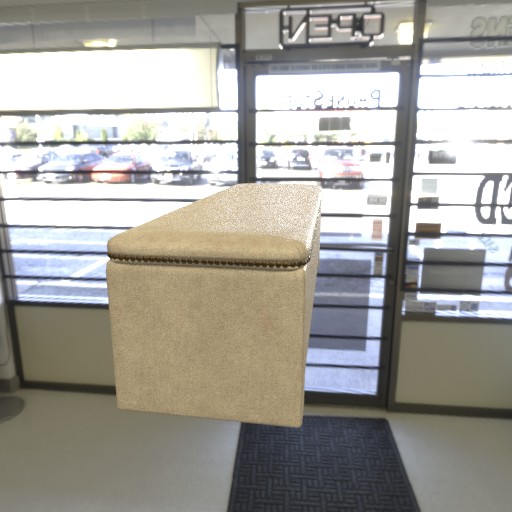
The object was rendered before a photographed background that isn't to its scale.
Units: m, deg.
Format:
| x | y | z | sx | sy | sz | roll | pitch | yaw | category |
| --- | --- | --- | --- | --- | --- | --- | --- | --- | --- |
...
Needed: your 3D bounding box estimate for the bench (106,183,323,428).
| x | y | z | sx | sy | sz | roll | pitch | yaw | category |
| --- | --- | --- | --- | --- | --- | --- | --- | --- | --- |
| 0.000 | 0.000 | 1.710 | 0.470 | 0.447 | 1.482 | 2 | 14 | 9 | bench |
